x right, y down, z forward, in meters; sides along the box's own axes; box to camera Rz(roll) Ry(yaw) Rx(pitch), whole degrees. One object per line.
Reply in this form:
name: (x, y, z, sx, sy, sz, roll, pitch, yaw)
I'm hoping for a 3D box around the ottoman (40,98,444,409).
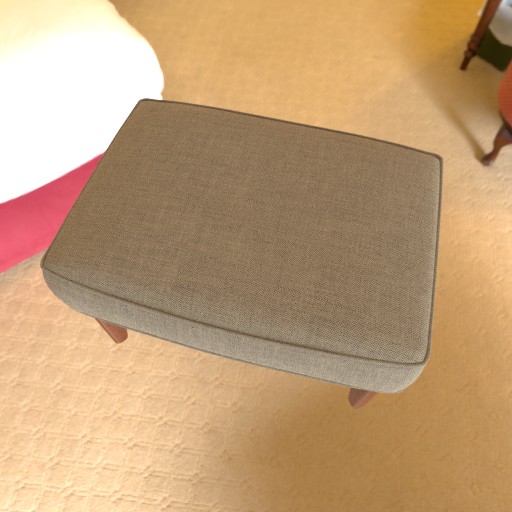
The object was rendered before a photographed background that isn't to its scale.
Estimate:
ottoman: (0.000, 0.000, 1.061, 0.750, 0.458, 0.555, 13, 61, 8)
